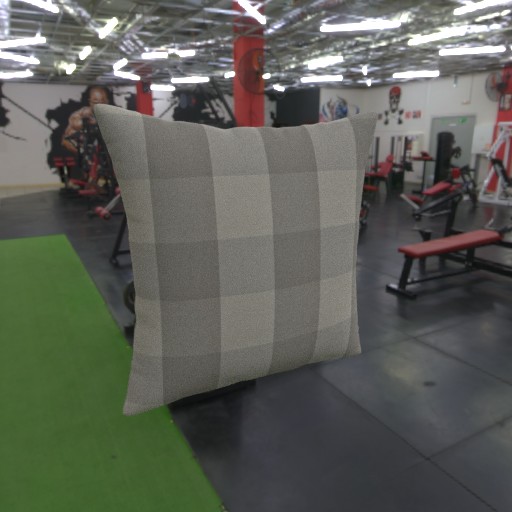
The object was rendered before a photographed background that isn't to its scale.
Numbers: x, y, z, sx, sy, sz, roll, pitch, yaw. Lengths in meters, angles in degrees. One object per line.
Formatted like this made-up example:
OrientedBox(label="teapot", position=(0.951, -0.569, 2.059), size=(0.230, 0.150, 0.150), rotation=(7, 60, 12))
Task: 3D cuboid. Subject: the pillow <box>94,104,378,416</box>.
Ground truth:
OrientedBox(label="pillow", position=(0.000, 0.000, 0.801), size=(0.511, 0.509, 0.161), rotation=(-8, 17, -25))
